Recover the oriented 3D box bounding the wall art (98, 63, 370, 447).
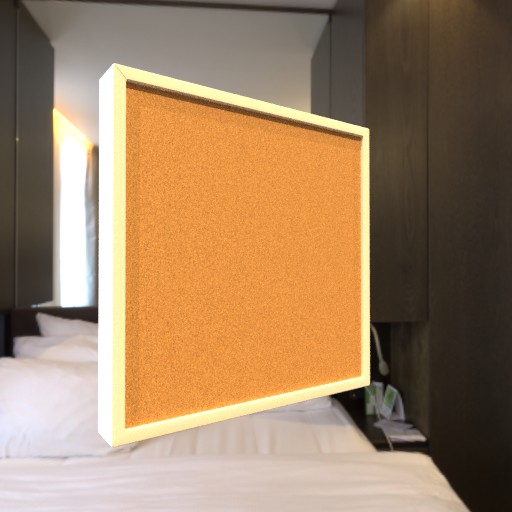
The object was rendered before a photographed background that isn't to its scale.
[{"bbox_3d":[0.000,0.000,0.453,0.305,0.305,0.038,0,-1,-35],"label":"wall art"}]
